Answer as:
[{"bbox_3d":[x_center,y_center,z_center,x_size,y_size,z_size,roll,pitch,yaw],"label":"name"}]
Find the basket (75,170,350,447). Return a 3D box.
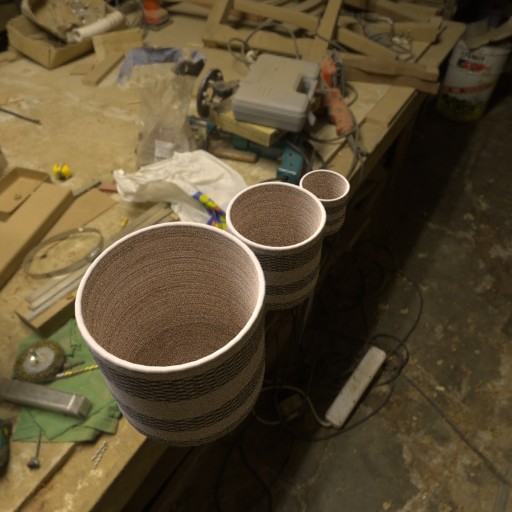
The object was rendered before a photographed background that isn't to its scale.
[{"bbox_3d":[0.000,0.000,1.105,0.351,0.356,0.917,25,52,22],"label":"basket"}]
